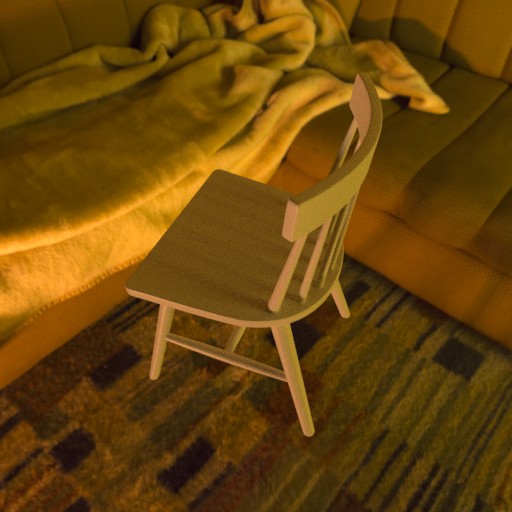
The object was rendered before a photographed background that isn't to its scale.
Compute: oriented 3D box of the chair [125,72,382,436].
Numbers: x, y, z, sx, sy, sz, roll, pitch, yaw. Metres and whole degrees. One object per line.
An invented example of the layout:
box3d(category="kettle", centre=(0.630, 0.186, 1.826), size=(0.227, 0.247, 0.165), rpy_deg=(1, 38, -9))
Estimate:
box3d(category="chair", centre=(0.000, 0.000, 1.109), size=(0.500, 0.787, 0.483), rpy_deg=(16, 48, 15))
